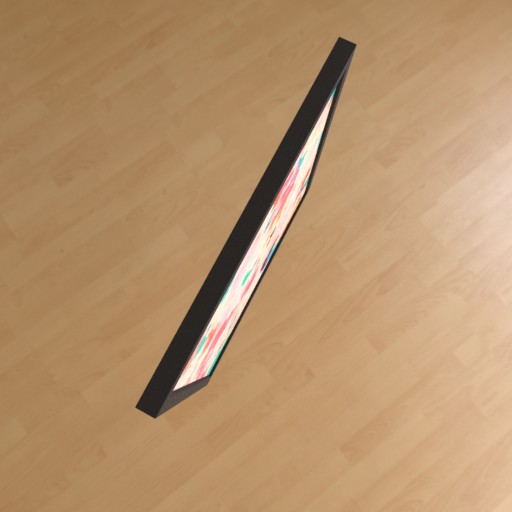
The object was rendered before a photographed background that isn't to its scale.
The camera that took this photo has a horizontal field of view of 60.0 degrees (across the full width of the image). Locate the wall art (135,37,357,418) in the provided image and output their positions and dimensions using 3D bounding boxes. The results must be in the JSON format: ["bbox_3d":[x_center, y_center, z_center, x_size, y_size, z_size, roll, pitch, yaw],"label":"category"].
[{"bbox_3d":[0.000,0.000,0.459,0.015,0.304,0.306,27,79,6],"label":"wall art"}]
